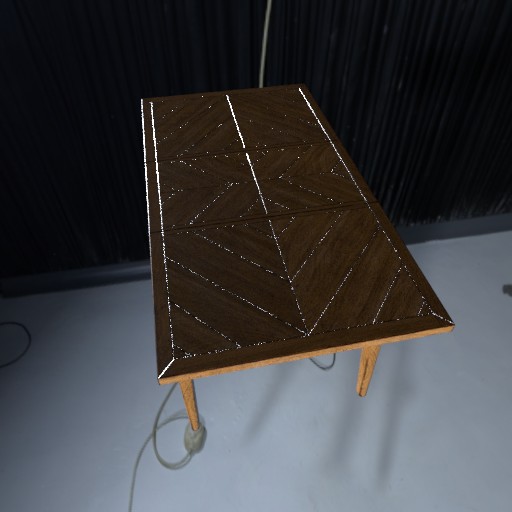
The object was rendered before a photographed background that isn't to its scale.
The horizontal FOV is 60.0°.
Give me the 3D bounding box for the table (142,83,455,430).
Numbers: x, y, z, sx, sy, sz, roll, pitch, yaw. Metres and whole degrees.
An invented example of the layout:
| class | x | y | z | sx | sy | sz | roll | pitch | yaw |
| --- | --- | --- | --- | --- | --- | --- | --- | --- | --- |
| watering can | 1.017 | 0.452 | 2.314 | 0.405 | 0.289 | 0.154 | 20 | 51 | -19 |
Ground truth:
| class | x | y | z | sx | sy | sz | roll | pitch | yaw |
| --- | --- | --- | --- | --- | --- | --- | --- | --- | --- |
| table | 0.000 | 0.000 | 1.833 | 0.757 | 0.760 | 1.400 | -8 | 47 | -8 |
